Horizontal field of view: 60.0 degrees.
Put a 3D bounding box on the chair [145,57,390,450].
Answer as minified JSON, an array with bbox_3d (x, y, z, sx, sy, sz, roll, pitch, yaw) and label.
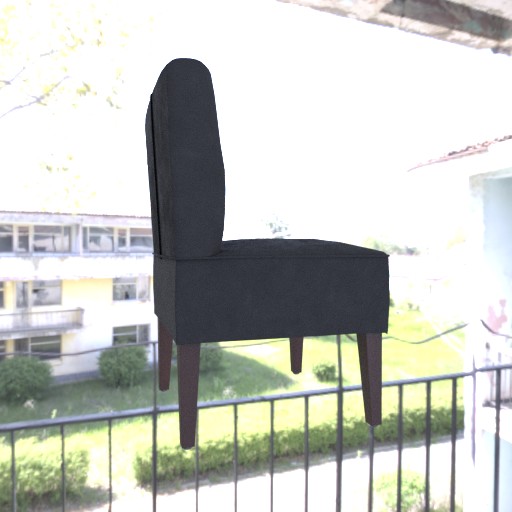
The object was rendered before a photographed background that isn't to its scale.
[{"bbox_3d":[0.000,0.000,1.184,0.554,0.806,0.521,-1,2,-19],"label":"chair"}]
